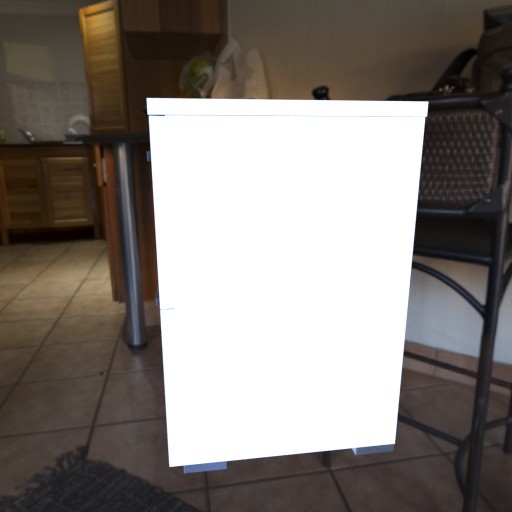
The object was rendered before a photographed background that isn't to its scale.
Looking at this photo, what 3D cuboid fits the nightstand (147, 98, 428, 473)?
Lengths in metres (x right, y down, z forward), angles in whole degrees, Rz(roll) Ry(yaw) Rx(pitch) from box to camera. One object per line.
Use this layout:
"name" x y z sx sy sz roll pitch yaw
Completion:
"nightstand" 0.000 0.000 0.744 0.325 0.460 0.441 -2 15 -8
